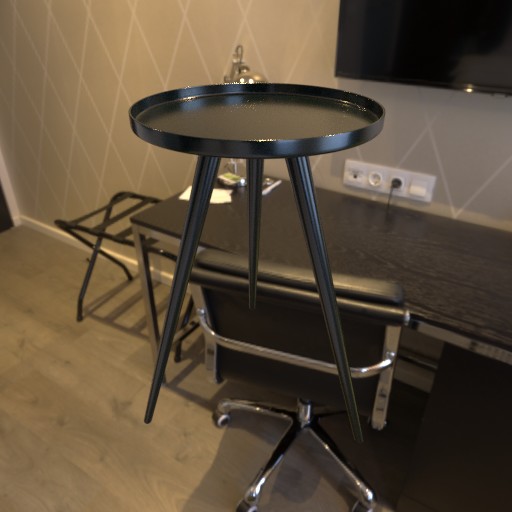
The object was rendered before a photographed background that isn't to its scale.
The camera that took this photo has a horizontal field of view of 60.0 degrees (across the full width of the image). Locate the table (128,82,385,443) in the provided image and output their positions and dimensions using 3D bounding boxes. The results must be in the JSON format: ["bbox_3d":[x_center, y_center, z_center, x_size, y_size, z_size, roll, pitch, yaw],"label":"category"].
[{"bbox_3d":[0.000,0.000,0.815,0.403,0.548,0.415,1,31,2],"label":"table"}]
